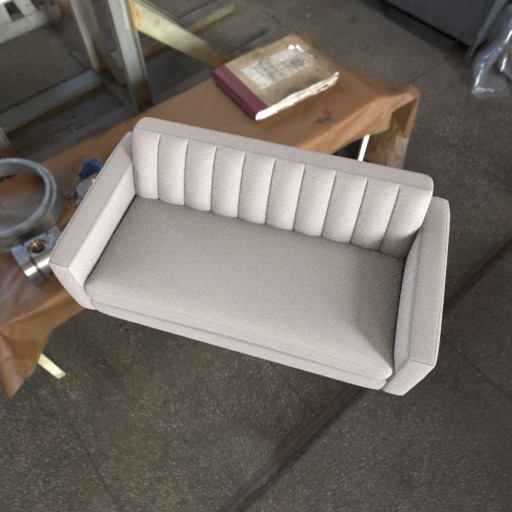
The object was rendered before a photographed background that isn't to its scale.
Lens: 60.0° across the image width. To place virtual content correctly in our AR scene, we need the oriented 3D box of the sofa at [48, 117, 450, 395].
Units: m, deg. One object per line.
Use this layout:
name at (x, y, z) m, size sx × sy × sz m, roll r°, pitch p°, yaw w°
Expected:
sofa at (0.000, 0.000, 2.455) m, size 1.895 × 0.814 × 0.969 m, roll 14°, pitch 60°, yaw 8°
